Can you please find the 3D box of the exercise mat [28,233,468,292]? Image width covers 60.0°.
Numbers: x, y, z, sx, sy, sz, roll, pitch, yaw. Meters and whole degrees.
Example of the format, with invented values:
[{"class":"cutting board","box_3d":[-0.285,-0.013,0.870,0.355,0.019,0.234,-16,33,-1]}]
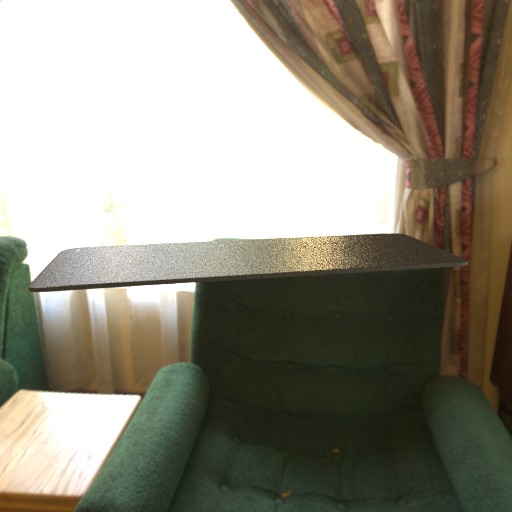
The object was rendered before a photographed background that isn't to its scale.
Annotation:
[{"class":"exercise mat","box_3d":[0.000,0.000,2.103,1.869,0.021,0.616,-3,16,-11]}]
